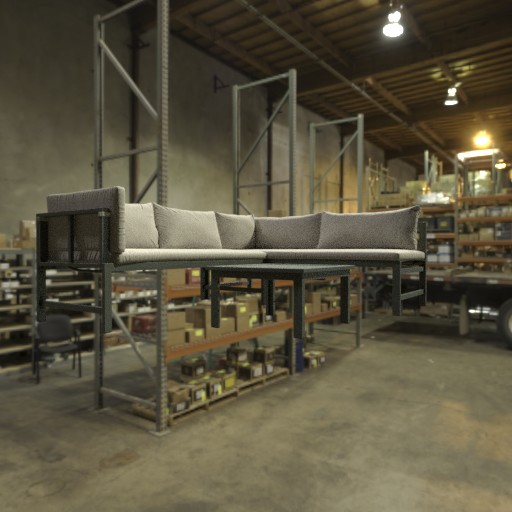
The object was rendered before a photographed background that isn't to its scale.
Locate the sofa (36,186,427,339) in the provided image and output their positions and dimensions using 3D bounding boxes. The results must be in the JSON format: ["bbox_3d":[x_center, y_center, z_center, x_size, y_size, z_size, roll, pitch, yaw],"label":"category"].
[{"bbox_3d":[0.000,0.000,2.943,1.658,0.758,2.096,0,1,35],"label":"sofa"}]
